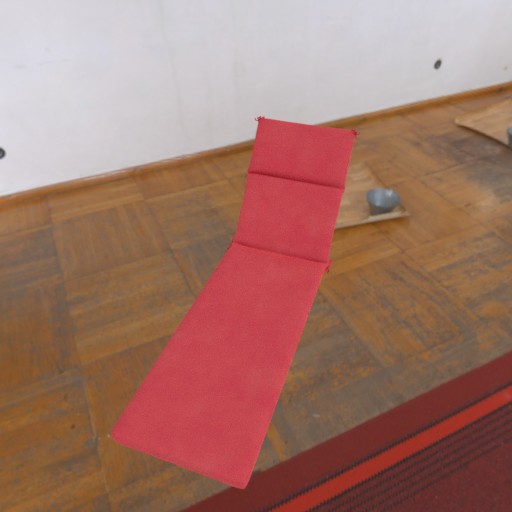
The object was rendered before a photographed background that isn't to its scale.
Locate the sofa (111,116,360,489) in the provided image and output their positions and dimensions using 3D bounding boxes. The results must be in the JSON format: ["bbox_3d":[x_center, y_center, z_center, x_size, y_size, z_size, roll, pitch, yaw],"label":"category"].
[{"bbox_3d":[0.000,0.000,1.948,0.582,0.622,1.663,13,41,15],"label":"sofa"}]
